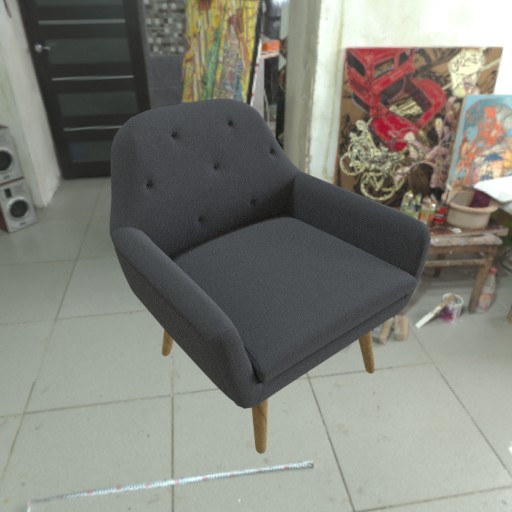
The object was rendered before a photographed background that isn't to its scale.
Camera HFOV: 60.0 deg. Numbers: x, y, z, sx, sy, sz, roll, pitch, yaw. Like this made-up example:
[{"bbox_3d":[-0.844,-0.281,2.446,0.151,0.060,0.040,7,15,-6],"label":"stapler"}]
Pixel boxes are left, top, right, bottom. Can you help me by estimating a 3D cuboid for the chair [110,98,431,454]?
[{"bbox_3d":[0.000,0.000,1.387,0.770,0.800,0.779,-23,39,-32],"label":"chair"}]
